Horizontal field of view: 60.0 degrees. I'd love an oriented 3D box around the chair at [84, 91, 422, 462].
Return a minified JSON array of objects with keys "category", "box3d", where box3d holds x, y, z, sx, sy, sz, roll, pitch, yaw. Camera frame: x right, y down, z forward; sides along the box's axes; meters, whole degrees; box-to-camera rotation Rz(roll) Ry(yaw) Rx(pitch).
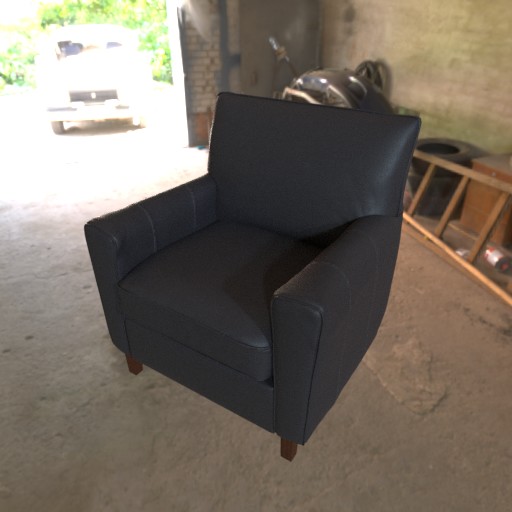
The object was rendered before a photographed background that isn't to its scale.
[{"category":"chair","box3d":[0.000,0.000,1.592,0.870,0.943,0.825,18,35,28]}]
